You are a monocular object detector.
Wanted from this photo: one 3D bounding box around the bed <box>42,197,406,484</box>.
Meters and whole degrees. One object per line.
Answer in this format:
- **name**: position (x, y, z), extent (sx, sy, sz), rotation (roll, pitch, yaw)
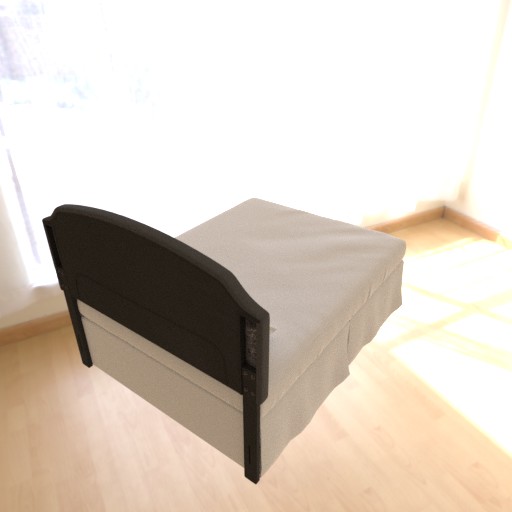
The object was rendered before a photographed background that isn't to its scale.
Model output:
- **bed**: position (0.000, 0.000, 3.006), extent (1.558, 1.270, 1.999), rotation (20, 36, 31)
